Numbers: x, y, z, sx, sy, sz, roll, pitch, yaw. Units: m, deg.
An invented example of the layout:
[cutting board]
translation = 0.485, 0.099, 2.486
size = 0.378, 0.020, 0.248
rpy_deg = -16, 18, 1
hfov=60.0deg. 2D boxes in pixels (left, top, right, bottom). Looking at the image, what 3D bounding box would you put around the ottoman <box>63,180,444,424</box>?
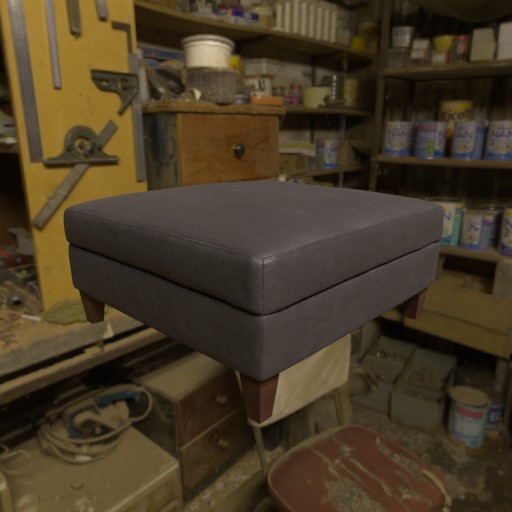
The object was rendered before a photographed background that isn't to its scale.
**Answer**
[ottoman]
translation = 0.000, 0.000, 1.360
size = 0.836, 0.415, 0.844
rpy_deg = 14, 21, 42
